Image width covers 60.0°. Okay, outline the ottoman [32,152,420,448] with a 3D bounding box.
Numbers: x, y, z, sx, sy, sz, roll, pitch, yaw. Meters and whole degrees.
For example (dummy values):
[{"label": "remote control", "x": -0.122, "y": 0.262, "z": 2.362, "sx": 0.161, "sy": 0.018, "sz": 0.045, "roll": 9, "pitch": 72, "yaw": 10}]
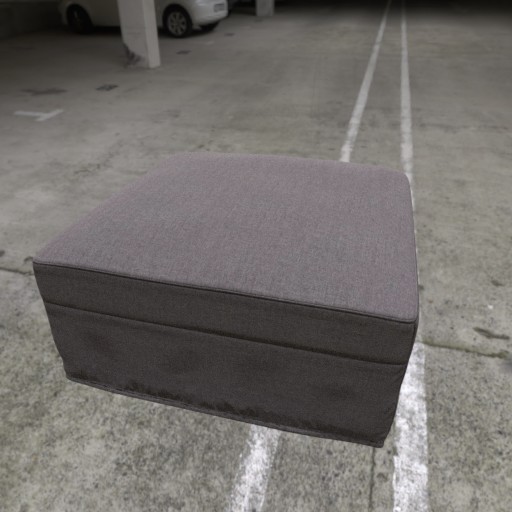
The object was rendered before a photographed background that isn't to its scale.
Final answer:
[{"label": "ottoman", "x": 0.000, "y": 0.000, "z": 1.300, "sx": 0.843, "sy": 0.436, "sz": 0.840, "roll": 8, "pitch": 31, "yaw": 13}]
